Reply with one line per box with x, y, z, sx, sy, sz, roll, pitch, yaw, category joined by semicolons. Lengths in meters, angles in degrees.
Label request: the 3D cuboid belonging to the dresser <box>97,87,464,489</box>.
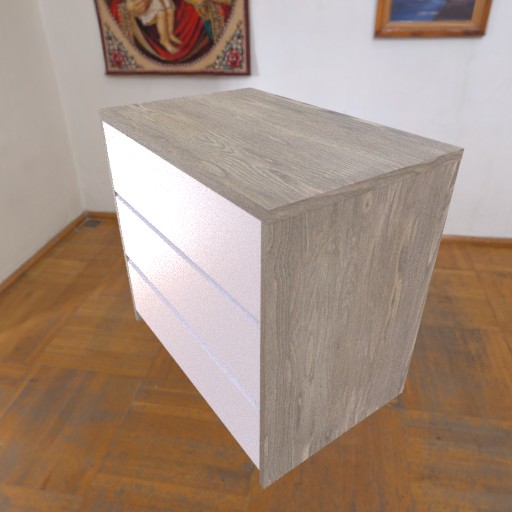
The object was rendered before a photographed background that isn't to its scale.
0.000;0.000;1.307;0.529;0.762;0.809;-20;37;-30;dresser
